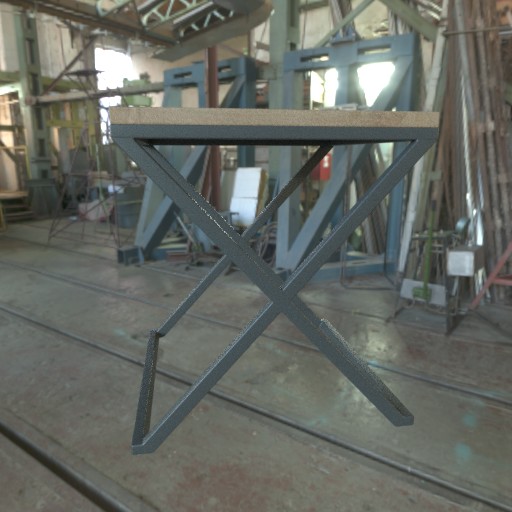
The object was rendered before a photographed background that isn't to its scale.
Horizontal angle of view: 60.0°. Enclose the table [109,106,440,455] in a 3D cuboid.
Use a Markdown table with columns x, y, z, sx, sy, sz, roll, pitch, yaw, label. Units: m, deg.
| x | y | z | sx | sy | sz | roll | pitch | yaw | label |
| --- | --- | --- | --- | --- | --- | --- | --- | --- | --- |
| 0.000 | 0.000 | 0.944 | 0.498 | 0.550 | 0.499 | -2 | 13 | -9 | table |
